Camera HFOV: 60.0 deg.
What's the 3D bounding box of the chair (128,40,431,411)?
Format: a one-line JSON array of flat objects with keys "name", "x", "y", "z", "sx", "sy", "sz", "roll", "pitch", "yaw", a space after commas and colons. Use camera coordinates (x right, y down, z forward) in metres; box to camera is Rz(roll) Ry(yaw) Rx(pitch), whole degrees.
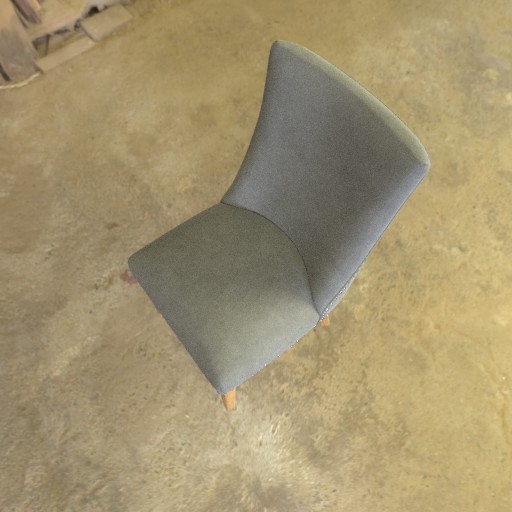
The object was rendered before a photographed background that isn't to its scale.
[{"name": "chair", "x": 0.000, "y": 0.000, "z": 1.264, "sx": 0.610, "sy": 0.902, "sz": 0.495, "roll": -34, "pitch": 67, "yaw": -17}]
